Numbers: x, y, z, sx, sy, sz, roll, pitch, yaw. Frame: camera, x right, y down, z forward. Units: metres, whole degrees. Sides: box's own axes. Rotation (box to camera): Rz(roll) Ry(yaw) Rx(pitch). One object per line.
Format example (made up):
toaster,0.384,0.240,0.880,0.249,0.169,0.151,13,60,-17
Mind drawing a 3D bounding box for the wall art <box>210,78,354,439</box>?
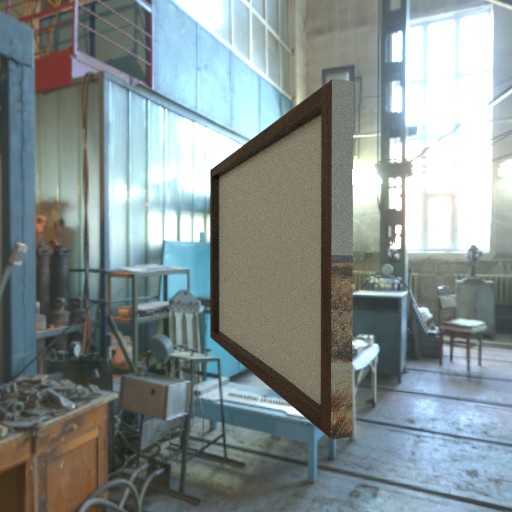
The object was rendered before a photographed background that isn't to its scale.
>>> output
wall art,0.000,0.000,1.479,0.051,0.761,1.138,0,1,-19
